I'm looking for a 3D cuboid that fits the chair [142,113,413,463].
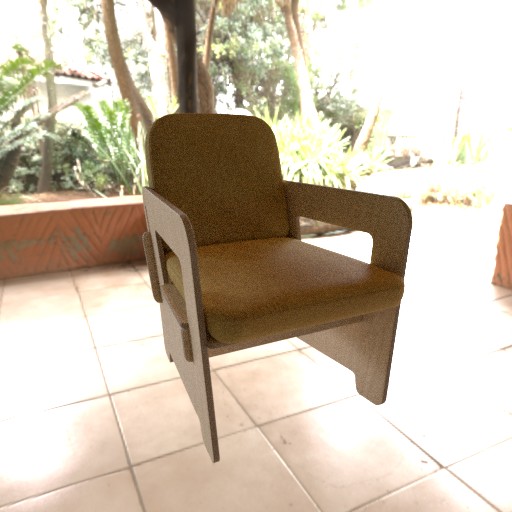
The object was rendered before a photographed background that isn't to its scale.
[{"bbox_3d":[0.000,0.000,1.271,0.590,0.800,0.710,-8,17,-26],"label":"chair"}]
